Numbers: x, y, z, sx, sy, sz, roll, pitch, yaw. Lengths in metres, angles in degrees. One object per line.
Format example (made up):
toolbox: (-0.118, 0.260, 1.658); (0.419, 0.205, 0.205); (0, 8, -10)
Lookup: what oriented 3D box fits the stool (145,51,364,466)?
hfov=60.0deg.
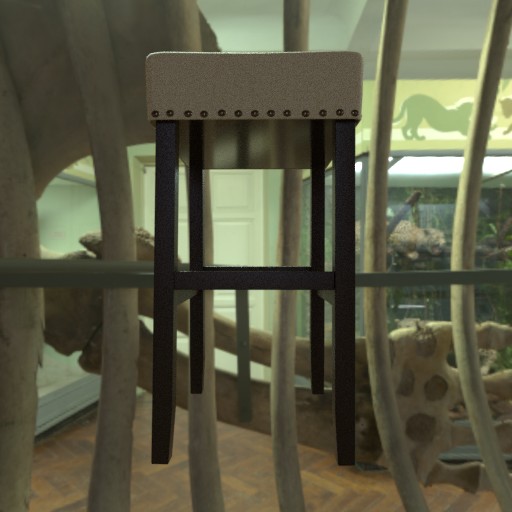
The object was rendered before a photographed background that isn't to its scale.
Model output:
stool: (0.000, 0.000, 1.031); (0.401, 0.762, 0.471); (0, 0, 1)
